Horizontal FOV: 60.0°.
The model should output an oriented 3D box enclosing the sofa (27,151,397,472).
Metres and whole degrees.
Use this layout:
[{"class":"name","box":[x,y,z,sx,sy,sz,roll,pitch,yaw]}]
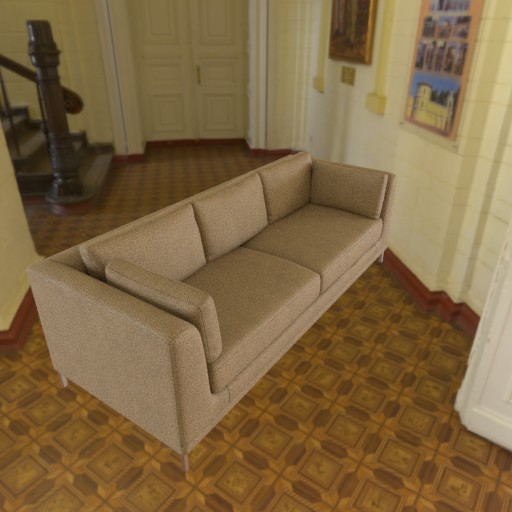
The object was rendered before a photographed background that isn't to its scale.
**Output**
[{"class":"sofa","box":[0.000,0.000,2.860,0.969,0.867,2.415,18,33,30]}]
